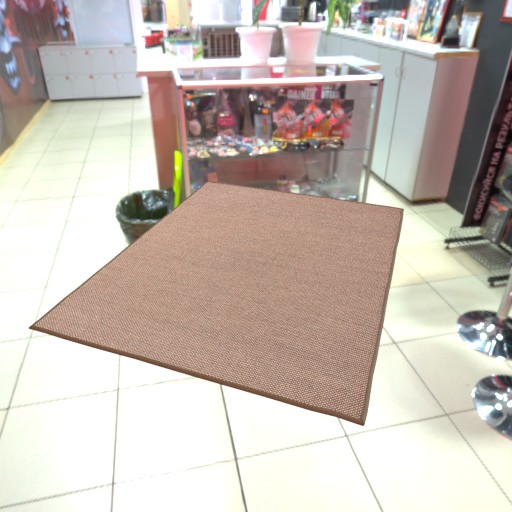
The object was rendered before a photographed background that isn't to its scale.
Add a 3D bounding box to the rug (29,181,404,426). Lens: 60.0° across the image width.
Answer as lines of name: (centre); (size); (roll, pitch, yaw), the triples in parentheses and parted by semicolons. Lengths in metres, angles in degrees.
rug: (0.000, 0.000, 4.055); (2.413, 0.020, 3.041); (11, 33, 17)
